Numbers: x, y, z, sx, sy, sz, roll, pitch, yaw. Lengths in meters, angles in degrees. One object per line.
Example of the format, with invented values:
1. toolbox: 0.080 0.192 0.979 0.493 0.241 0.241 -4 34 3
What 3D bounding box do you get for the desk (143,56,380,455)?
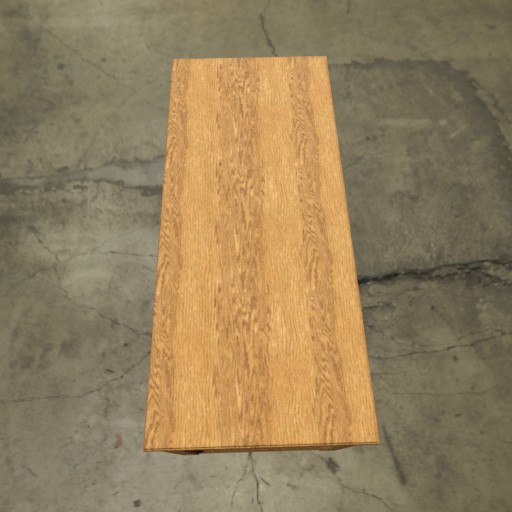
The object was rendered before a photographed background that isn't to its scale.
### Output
1. desk: 0.000 0.000 1.933 0.685 0.751 1.567 -1 64 -1
